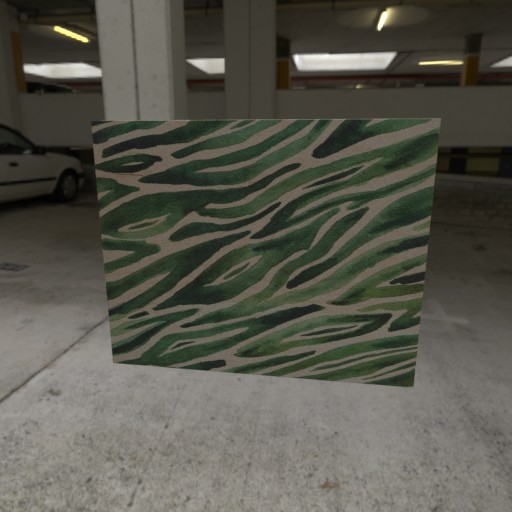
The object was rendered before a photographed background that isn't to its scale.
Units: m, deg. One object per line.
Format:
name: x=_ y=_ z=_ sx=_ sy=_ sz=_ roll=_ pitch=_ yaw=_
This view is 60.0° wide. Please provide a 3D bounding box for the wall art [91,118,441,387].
wall art: x=0.000 y=0.000 z=0.695 sx=0.508 sy=0.408 sz=0.012 roll=2 pitch=15 yaw=9
